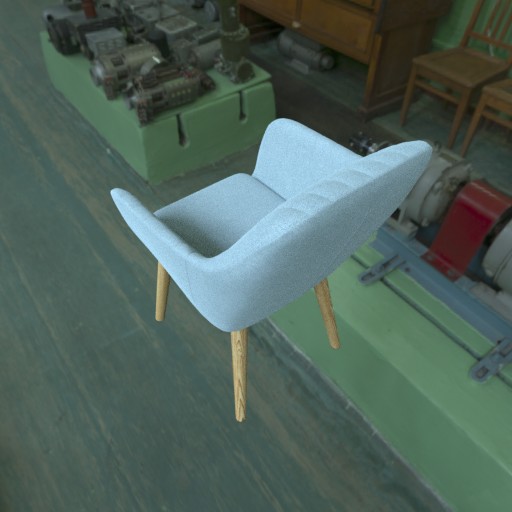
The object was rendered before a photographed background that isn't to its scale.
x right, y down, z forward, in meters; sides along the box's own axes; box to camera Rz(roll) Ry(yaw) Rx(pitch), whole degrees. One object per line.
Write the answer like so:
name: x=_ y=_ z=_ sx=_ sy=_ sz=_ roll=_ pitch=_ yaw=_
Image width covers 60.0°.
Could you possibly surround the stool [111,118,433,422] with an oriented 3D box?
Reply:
stool: x=0.000 y=0.000 z=1.127 sx=0.503 sy=0.830 sz=0.590 roll=-30 pitch=54 yaw=-25
